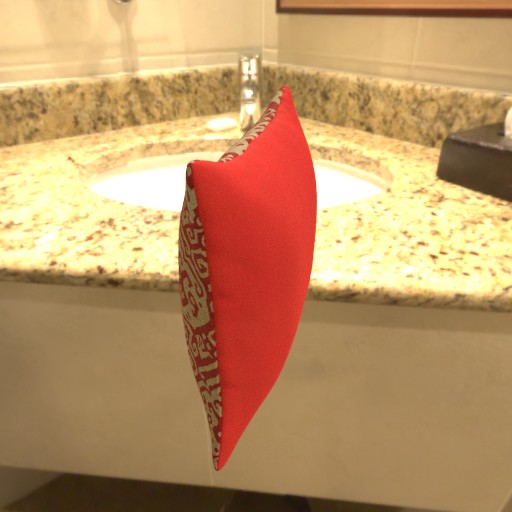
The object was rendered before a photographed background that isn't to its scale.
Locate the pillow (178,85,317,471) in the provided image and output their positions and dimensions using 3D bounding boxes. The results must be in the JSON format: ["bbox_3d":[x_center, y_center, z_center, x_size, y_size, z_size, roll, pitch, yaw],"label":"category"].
[{"bbox_3d":[0.000,0.000,0.794,0.192,0.507,0.522,7,31,12],"label":"pillow"}]
